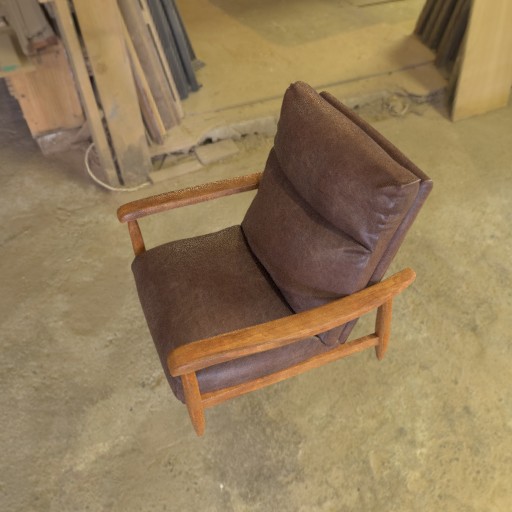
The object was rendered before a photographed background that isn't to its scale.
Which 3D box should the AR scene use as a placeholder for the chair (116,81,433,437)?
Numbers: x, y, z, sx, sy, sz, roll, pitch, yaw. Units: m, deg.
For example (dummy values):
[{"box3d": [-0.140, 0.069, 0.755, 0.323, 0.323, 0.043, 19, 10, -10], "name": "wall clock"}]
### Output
[{"box3d": [0.000, 0.000, 1.543, 0.830, 0.897, 0.782, -18, 49, -16], "name": "chair"}]
